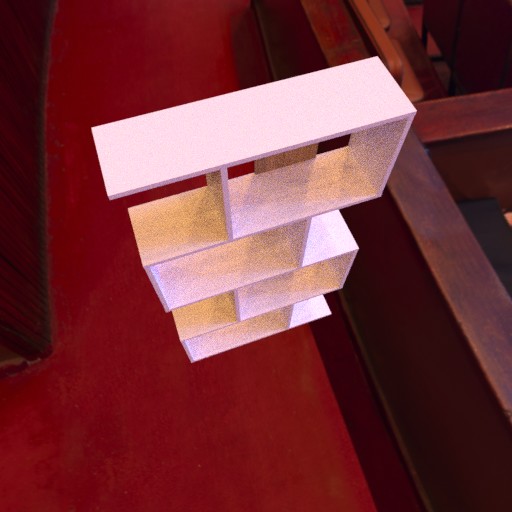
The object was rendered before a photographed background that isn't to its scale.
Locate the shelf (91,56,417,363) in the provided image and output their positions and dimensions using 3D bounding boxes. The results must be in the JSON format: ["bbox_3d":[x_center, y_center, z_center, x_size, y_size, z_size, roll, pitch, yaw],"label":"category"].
[{"bbox_3d":[0.000,0.000,1.983,0.890,1.650,0.250,-17,63,-9],"label":"shelf"}]
